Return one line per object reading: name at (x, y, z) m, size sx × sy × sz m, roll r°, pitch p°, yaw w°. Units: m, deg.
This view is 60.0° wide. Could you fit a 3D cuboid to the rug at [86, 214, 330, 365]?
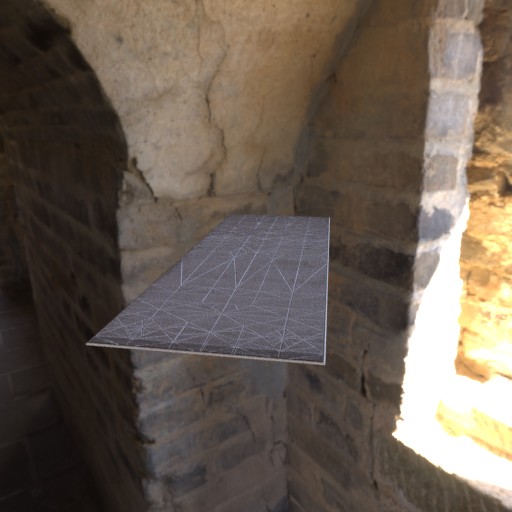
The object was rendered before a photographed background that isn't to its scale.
rug at (0.000, 0.000, 2.677) m, size 0.864 × 0.012 × 2.388 m, roll 3°, pitch 17°, yaw 9°
